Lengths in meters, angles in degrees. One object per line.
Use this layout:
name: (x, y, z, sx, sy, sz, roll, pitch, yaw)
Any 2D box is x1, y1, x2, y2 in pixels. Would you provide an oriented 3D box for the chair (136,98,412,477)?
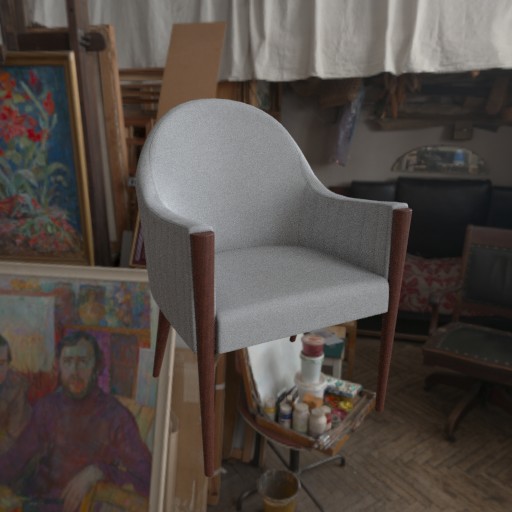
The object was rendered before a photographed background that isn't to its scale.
chair: (0.000, 0.000, 1.295, 0.610, 0.889, 0.620, -9, 19, -26)
